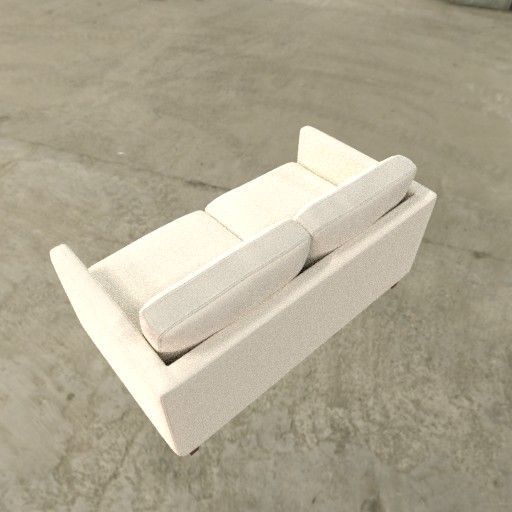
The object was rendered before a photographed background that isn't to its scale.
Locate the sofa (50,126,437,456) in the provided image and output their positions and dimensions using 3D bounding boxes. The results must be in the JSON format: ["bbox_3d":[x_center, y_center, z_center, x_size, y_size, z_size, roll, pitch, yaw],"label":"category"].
[{"bbox_3d":[0.000,0.000,2.295,1.702,0.888,0.964,-32,54,-27],"label":"sofa"}]
